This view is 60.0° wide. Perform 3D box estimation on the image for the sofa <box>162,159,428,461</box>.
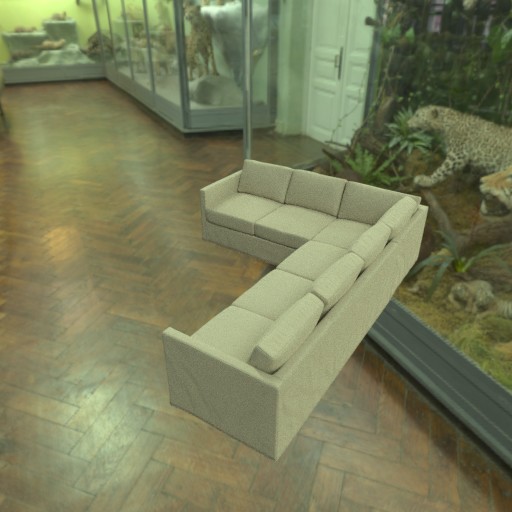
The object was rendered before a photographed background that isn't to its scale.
[{"bbox_3d":[0.000,0.000,4.379,2.432,0.871,3.182,18,34,29],"label":"sofa"}]
